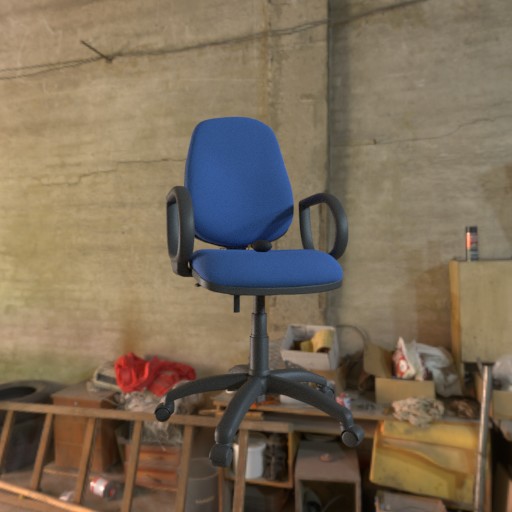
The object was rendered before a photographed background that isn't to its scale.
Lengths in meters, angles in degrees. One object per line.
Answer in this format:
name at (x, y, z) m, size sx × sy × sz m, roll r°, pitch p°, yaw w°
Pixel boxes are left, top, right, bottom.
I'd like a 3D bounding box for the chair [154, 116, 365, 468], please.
chair at (0.000, 0.000, 1.239) m, size 0.552 × 0.905 × 0.549 m, roll 0°, pitch 1°, yaw -19°
